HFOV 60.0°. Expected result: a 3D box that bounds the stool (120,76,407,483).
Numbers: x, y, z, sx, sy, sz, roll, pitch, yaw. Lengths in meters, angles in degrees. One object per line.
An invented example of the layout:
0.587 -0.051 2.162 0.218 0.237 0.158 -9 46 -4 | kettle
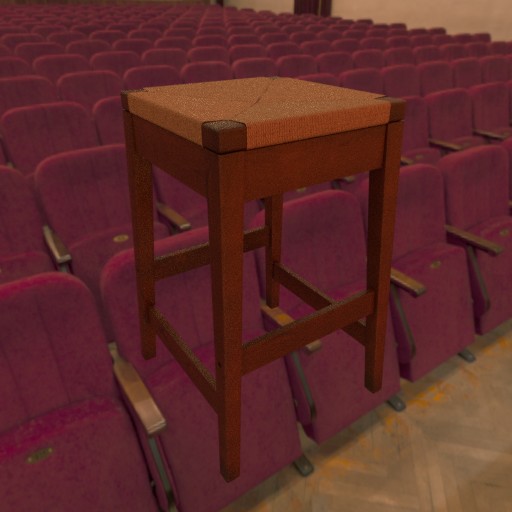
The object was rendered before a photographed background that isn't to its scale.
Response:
0.000 0.000 1.098 0.497 0.762 0.507 -18 34 -29 | stool
